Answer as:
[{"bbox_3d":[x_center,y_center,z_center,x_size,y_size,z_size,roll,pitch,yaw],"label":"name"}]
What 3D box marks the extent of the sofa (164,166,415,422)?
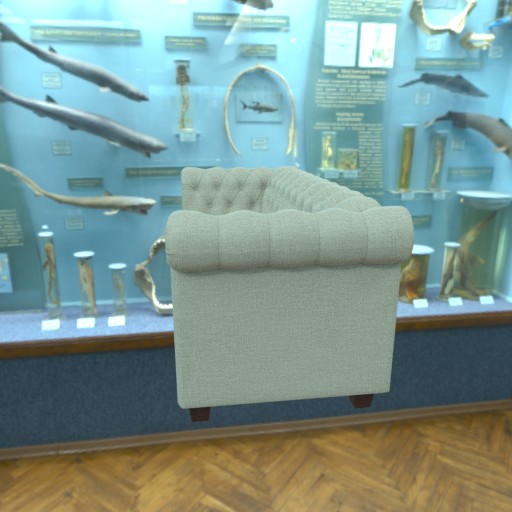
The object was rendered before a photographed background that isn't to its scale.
[{"bbox_3d":[0.000,0.000,2.270,0.783,0.797,1.798,-2,16,-7],"label":"sofa"}]
